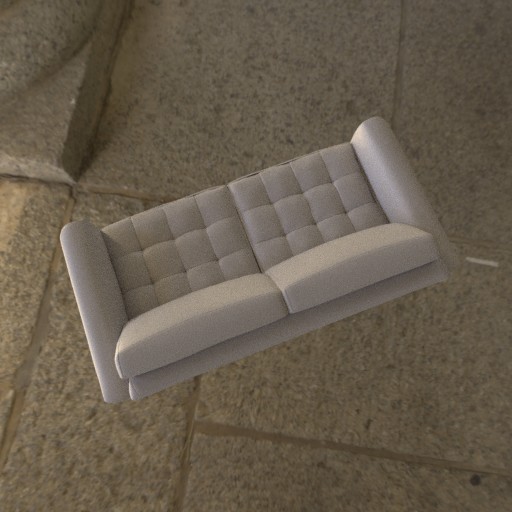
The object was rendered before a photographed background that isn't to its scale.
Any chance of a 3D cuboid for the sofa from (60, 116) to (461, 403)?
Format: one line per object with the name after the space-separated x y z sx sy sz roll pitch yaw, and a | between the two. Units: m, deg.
0.000 0.000 2.726 2.177 0.930 1.121 -20 76 -5 | sofa
